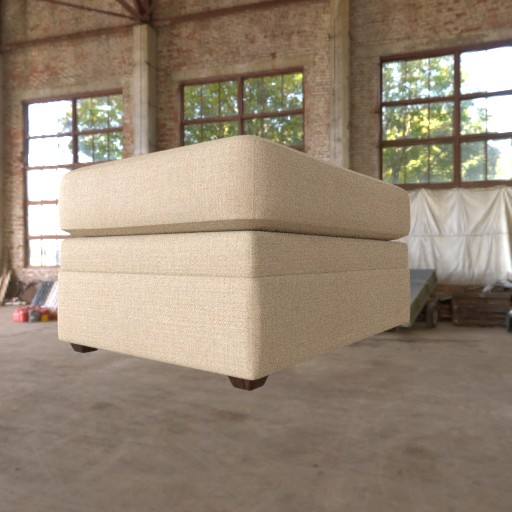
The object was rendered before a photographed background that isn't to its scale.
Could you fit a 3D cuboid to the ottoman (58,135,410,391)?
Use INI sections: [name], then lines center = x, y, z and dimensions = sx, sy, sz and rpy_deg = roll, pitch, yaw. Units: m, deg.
[ottoman]
center = 0.000, 0.000, 1.258
dimensions = 0.637, 0.478, 0.885
rpy_deg = 0, 0, 36
